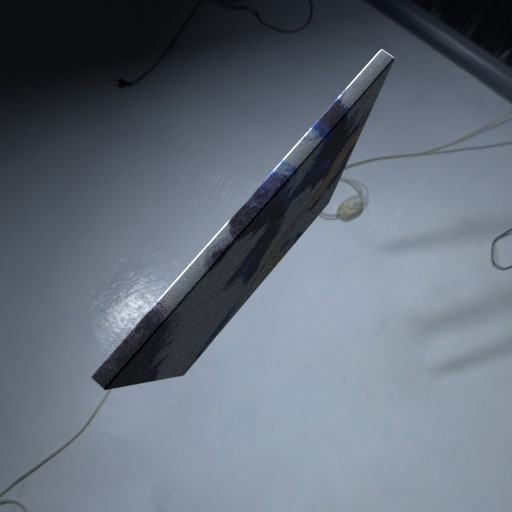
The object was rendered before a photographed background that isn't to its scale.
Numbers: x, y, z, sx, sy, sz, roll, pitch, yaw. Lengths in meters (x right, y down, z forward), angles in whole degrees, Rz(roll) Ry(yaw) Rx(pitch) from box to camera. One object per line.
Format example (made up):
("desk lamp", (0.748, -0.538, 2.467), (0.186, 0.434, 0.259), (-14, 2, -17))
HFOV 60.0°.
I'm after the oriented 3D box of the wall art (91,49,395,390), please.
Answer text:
("wall art", (0.000, 0.000, 1.299), (0.038, 0.885, 0.887), (39, 80, 9))
